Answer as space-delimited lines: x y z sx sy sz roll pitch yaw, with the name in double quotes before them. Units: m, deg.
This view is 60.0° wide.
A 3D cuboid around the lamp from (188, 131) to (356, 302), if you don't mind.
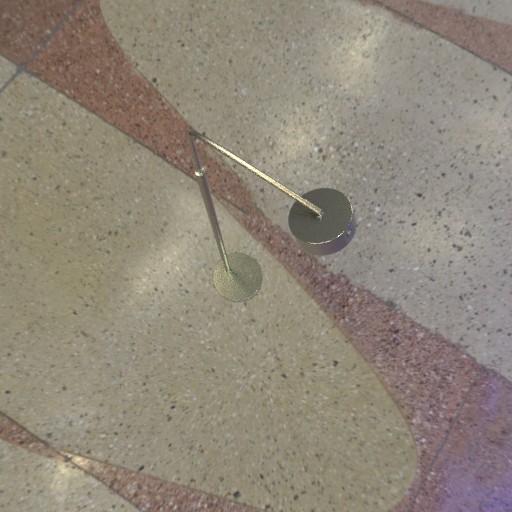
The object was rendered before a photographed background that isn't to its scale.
"lamp" 0.000 0.000 1.399 0.421 1.250 0.222 34 78 8
